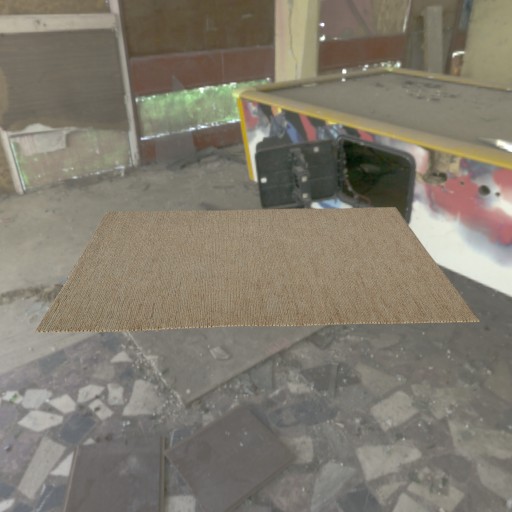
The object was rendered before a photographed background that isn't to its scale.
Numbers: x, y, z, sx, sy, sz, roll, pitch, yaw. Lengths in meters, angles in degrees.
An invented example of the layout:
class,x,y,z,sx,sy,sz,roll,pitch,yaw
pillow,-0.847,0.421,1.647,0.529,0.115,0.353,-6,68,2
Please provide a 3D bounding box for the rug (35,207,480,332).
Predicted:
class,x,y,z,sx,sy,sz,roll,pitch,yaw
rug,0.000,0.000,3.078,2.439,0.011,1.533,-1,31,-2
